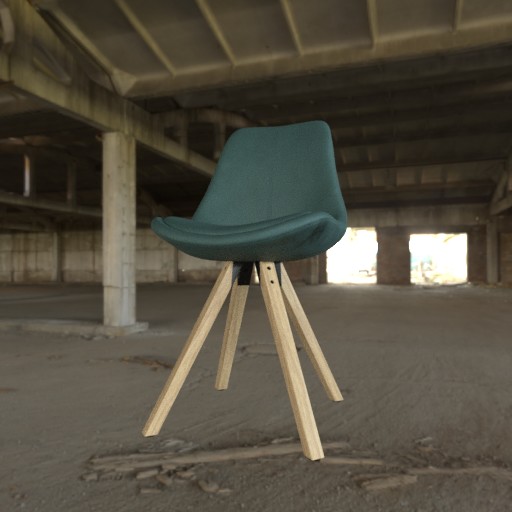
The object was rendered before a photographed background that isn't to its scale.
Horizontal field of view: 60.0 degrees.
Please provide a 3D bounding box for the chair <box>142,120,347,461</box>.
[{"bbox_3d":[0.000,0.000,1.205,0.483,0.865,0.547,0,-1,18],"label":"chair"}]
